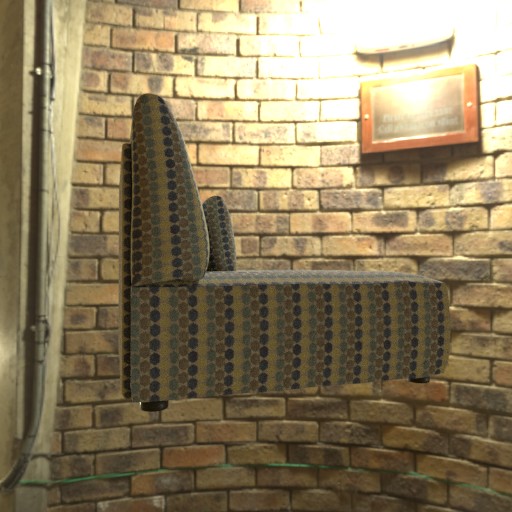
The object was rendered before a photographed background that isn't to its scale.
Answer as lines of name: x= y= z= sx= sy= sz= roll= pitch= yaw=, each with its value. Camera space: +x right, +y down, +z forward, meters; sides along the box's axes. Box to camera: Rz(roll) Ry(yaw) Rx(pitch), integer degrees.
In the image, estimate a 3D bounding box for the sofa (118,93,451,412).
sofa: x=0.000 y=0.000 z=1.699 sx=1.000 sy=0.830 sz=0.930 roll=0 pitch=-1 yaw=-18
